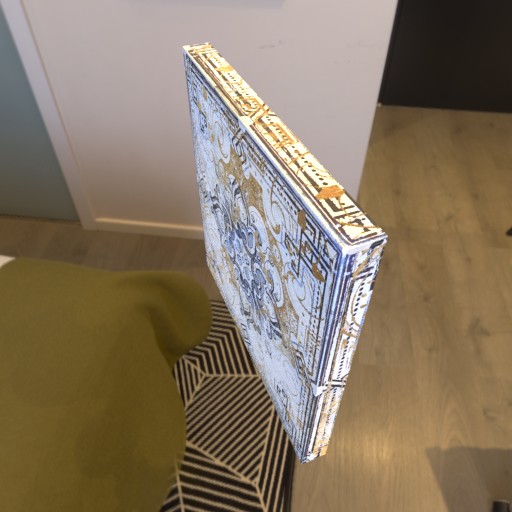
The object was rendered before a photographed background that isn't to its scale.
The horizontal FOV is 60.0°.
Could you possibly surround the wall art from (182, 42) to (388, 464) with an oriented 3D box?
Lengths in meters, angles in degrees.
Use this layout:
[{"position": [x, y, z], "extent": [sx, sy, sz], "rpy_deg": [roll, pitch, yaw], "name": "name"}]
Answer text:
[{"position": [0.000, 0.000, 0.596], "extent": [0.038, 0.410, 0.411], "rpy_deg": [-17, 48, -16], "name": "wall art"}]
